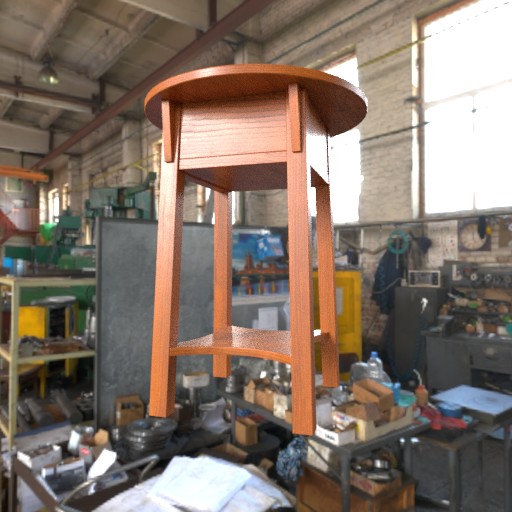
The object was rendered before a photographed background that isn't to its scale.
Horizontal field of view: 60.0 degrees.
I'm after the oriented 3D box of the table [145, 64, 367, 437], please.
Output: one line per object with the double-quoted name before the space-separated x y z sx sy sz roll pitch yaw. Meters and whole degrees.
"table" 0.000 0.000 0.933 0.457 0.610 0.457 0 -1 0
